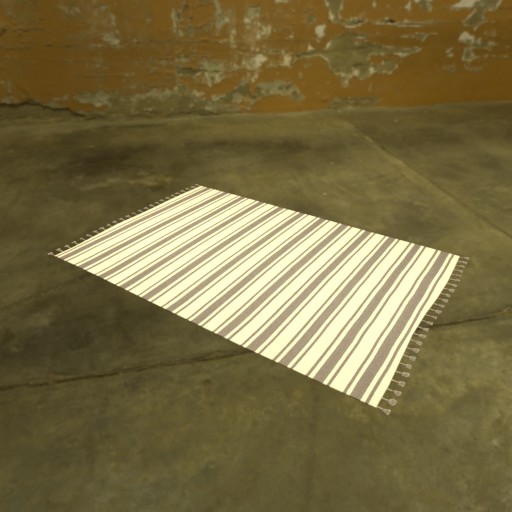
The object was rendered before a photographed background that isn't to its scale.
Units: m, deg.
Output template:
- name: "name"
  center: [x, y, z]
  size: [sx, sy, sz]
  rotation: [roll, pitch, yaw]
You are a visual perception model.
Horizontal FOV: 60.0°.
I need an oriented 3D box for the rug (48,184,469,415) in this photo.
- name: "rug"
  center: [0.000, 0.000, 2.998]
  size: [2.425, 0.014, 1.563]
  rotation: [19, 35, 29]
